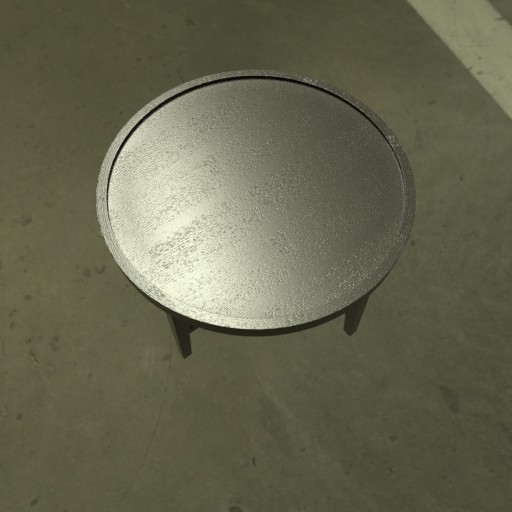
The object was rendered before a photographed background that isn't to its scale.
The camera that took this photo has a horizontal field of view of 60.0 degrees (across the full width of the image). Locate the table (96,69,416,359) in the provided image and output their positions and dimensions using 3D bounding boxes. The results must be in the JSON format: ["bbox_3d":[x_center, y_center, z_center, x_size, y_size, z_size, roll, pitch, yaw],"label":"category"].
[{"bbox_3d":[0.000,0.000,0.936,0.500,0.531,0.500,0,62,0],"label":"table"}]
